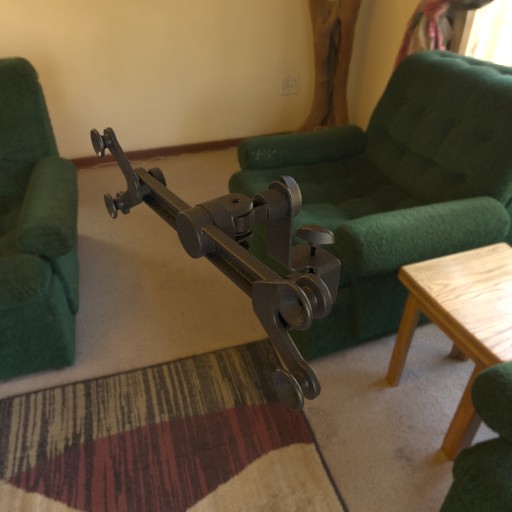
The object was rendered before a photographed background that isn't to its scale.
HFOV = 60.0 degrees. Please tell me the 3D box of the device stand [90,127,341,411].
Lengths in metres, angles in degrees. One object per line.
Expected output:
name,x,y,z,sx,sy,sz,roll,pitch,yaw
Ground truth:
device stand,0.000,0.000,0.353,0.142,0.166,0.270,-23,41,-29
